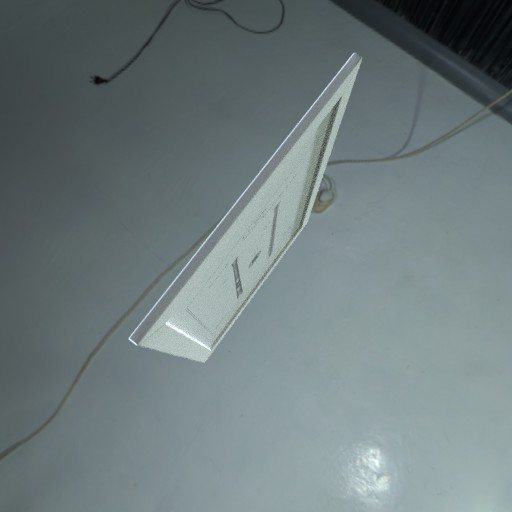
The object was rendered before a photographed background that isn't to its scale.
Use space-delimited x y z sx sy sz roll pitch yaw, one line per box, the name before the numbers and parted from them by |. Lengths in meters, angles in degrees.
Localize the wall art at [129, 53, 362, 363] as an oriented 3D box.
wall art | 0.000 0.000 0.689 0.012 0.529 0.374 35 78 9
